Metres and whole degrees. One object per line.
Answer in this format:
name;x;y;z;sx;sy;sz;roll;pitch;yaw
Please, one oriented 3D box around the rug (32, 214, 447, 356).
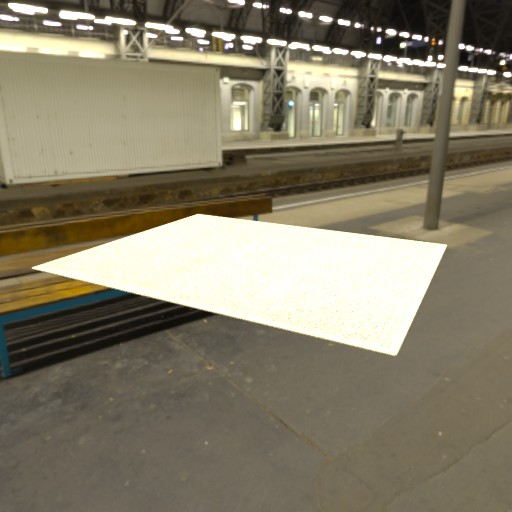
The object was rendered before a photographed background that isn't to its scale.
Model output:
rug;0.000;0.000;4.119;3.050;0.015;2.441;9;20;27
